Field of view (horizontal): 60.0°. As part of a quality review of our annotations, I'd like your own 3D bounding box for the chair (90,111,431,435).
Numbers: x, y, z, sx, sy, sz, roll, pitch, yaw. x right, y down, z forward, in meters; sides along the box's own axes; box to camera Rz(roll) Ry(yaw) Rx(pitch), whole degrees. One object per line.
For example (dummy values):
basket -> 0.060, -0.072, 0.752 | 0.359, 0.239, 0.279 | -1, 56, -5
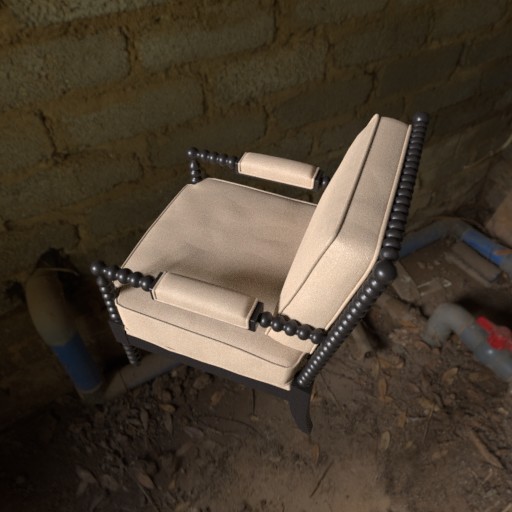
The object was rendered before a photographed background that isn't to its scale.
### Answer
chair -> 0.000, 0.000, 1.168 | 0.657, 0.703, 0.555 | 16, 50, 14
